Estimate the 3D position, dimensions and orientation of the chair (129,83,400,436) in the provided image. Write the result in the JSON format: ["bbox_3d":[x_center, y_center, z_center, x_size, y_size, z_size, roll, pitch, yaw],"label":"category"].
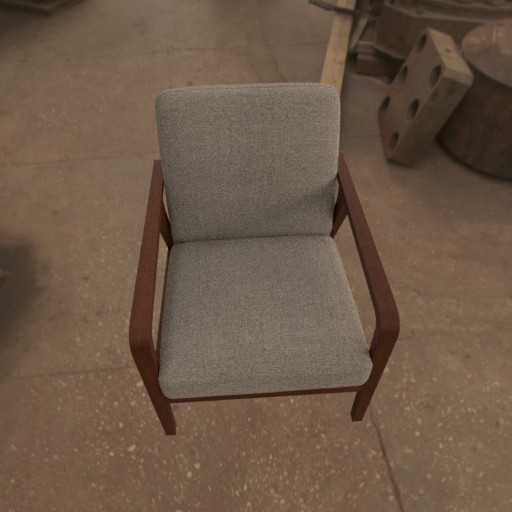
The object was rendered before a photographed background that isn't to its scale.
[{"bbox_3d":[0.000,0.000,1.479,0.704,0.847,0.858,-3,48,-3],"label":"chair"}]
